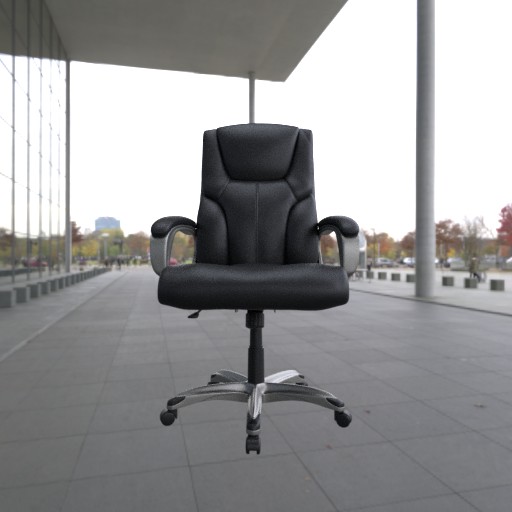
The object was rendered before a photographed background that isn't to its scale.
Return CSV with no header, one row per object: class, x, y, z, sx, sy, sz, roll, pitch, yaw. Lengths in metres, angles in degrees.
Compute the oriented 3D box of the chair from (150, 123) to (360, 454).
chair,0.000,0.000,1.607,0.663,1.155,0.739,0,0,1
